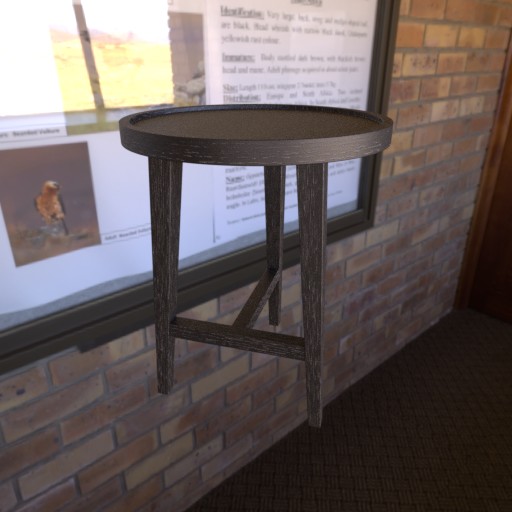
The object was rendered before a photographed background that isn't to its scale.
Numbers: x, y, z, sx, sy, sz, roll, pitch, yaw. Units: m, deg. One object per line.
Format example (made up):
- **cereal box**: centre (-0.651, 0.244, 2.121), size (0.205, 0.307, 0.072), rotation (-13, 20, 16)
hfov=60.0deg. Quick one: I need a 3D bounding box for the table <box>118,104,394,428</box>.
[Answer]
- **table**: centre (0.000, 0.000, 0.762), size (0.399, 0.460, 0.399), rotation (0, 24, 0)
